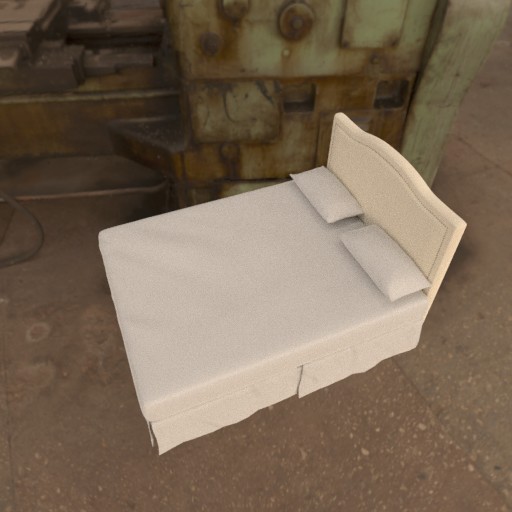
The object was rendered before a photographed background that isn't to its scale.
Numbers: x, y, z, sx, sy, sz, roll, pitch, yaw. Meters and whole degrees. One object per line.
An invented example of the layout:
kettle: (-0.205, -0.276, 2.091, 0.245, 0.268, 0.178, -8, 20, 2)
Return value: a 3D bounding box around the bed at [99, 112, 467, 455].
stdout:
bed: (0.000, 0.000, 3.719, 2.477, 1.437, 1.977, -17, 48, -16)
